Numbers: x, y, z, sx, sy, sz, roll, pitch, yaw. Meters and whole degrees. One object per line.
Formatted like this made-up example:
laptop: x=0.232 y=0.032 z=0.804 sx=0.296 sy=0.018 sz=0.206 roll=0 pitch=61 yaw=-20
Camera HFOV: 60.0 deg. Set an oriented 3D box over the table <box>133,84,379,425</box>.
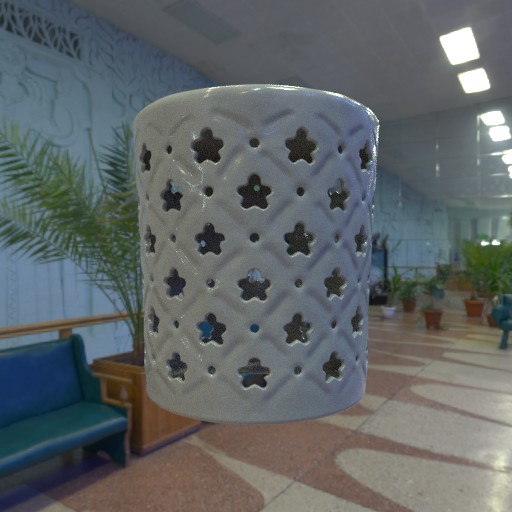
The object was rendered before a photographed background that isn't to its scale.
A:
table: x=0.000 y=0.000 z=0.658 sx=0.352 sy=0.387 sz=0.352 roll=0 pitch=0 yaw=0
